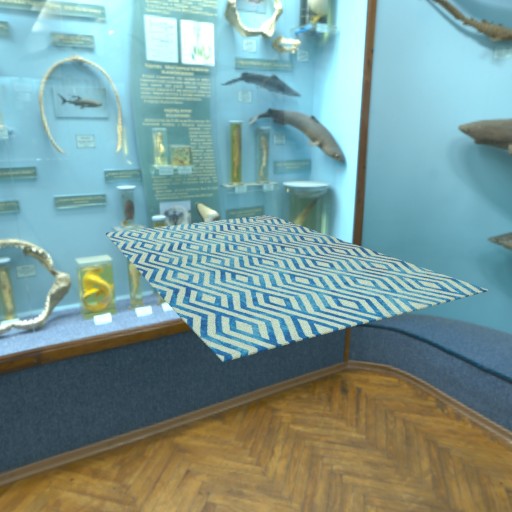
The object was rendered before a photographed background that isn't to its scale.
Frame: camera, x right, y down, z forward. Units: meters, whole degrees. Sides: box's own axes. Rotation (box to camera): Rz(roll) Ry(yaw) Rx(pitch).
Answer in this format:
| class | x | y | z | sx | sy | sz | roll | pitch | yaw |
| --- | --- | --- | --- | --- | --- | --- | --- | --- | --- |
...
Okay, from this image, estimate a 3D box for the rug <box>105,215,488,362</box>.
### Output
| class | x | y | z | sx | sy | sz | roll | pitch | yaw |
| --- | --- | --- | --- | --- | --- | --- | --- | --- | --- |
| rug | 0.000 | 0.000 | 2.351 | 1.225 | 0.008 | 1.830 | -9 | 19 | -27 |
